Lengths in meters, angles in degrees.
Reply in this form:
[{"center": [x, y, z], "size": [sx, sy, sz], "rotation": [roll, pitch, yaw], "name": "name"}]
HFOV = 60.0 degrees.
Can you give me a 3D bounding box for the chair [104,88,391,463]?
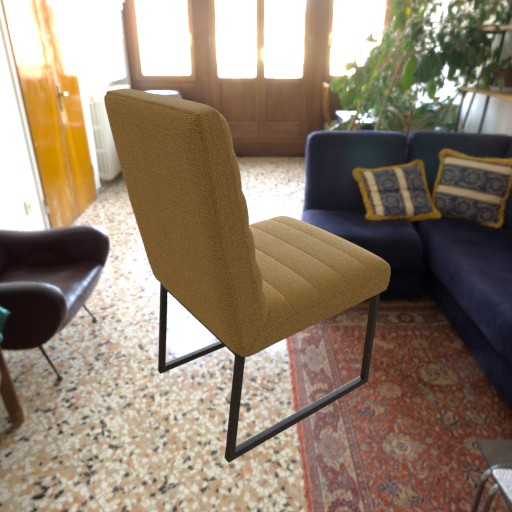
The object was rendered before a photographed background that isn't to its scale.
[{"center": [0.000, 0.000, 1.311], "size": [0.634, 0.930, 0.520], "rotation": [-17, 30, -31], "name": "chair"}]
